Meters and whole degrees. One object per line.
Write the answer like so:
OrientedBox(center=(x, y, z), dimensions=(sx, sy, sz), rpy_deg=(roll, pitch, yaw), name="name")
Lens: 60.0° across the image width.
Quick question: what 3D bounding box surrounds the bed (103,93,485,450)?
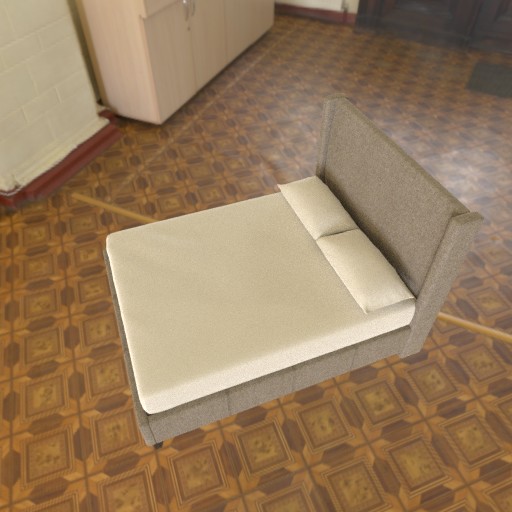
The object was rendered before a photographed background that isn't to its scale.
OrientedBox(center=(0.000, 0.000, 3.398), dimensions=(2.245, 1.481, 1.714), rpy_deg=(-15, 48, -14), name="bed")
